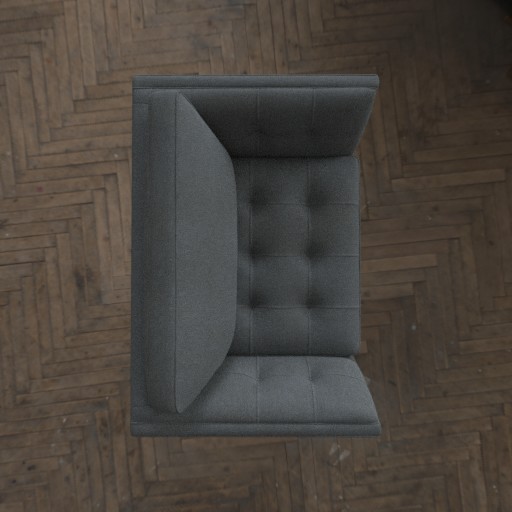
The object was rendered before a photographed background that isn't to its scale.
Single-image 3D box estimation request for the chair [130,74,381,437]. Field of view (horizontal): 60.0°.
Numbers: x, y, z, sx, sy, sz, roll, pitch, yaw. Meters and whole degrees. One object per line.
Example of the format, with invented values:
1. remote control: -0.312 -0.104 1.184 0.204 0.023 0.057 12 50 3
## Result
1. chair: 0.000 0.000 2.002 0.965 0.942 1.396 0 89 0
